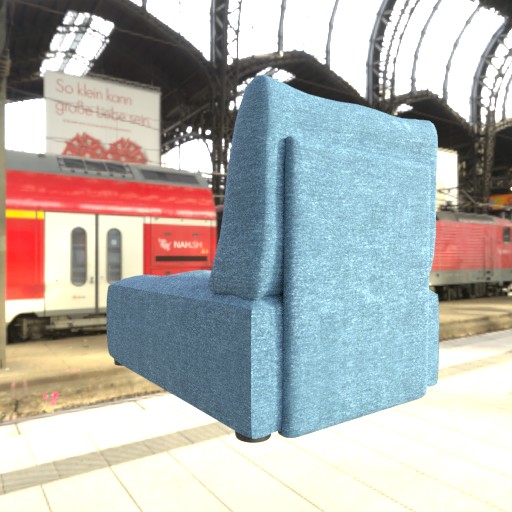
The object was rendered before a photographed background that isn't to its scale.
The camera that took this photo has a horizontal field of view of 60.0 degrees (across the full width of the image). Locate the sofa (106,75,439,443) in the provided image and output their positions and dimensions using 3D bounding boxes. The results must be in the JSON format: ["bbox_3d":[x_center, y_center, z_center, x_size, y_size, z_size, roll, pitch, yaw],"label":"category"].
[{"bbox_3d":[0.000,0.000,1.510,0.700,0.820,1.000,0,0,-36],"label":"sofa"}]
